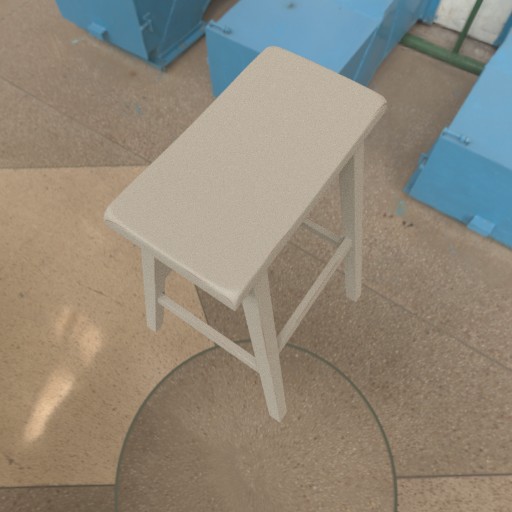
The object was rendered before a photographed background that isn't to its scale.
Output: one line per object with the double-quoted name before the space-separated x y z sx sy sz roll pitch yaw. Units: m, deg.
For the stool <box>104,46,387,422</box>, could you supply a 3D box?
"stool" 0.000 0.000 1.020 0.476 0.737 0.457 32 68 15
